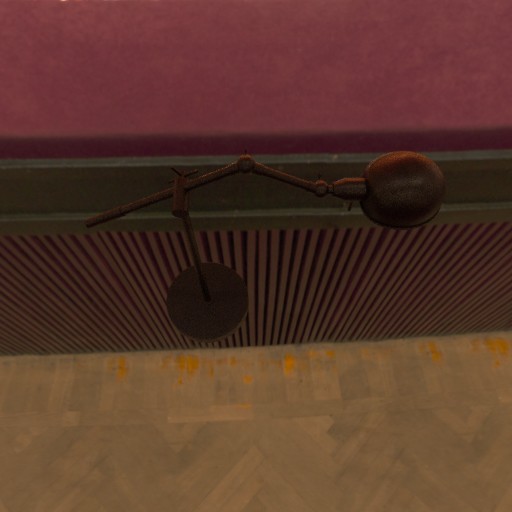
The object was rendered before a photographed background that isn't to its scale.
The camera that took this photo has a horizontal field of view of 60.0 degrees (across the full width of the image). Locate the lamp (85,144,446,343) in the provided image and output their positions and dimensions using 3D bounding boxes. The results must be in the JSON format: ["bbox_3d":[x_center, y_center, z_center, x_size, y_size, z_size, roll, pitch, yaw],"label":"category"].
[{"bbox_3d":[0.000,0.000,0.806,0.567,0.495,0.185,-1,64,0],"label":"lamp"}]
